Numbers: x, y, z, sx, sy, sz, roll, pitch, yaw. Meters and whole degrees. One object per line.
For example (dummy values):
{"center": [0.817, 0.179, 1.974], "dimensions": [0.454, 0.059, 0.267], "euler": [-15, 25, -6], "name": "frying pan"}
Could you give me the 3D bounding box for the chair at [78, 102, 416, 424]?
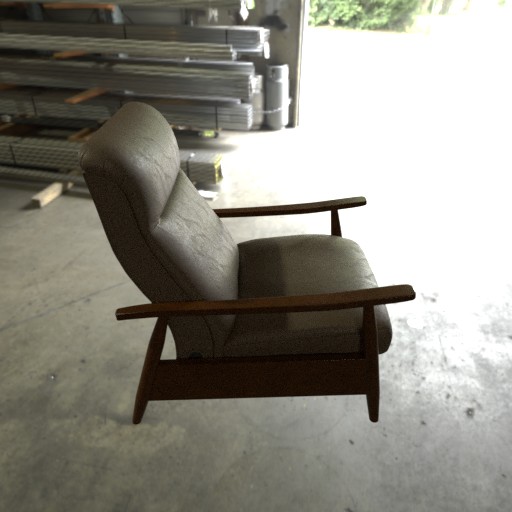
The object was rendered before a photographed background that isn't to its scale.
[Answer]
{"center": [0.000, 0.000, 1.759], "dimensions": [1.014, 1.082, 0.762], "euler": [0, 32, 0], "name": "chair"}
